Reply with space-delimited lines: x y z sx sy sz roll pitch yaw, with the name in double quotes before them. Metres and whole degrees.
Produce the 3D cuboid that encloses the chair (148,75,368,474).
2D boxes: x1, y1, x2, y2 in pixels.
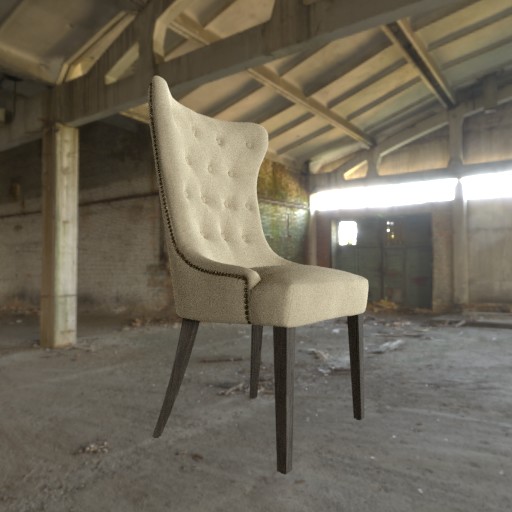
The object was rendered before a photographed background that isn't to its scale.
"chair" 0.000 0.000 1.410 0.590 1.065 0.584 -1 -3 35
